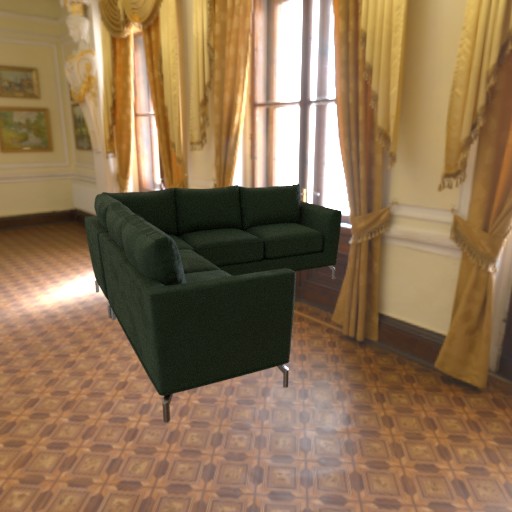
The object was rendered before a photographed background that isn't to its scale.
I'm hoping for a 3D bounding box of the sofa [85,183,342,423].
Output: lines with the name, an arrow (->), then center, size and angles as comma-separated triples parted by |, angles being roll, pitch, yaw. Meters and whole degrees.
sofa -> 0.000, 0.000, 3.809 | 2.452, 1.004, 2.468 | -8, 17, -26
